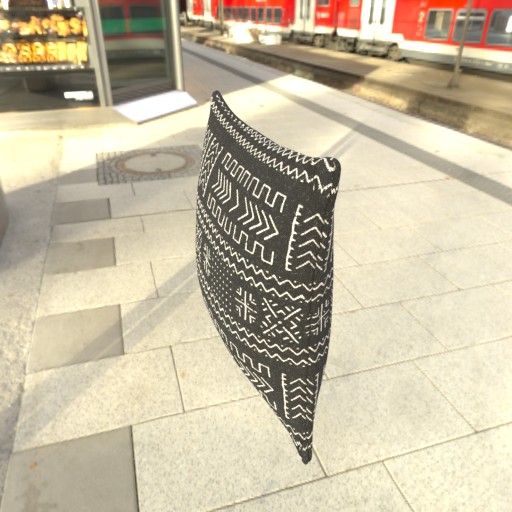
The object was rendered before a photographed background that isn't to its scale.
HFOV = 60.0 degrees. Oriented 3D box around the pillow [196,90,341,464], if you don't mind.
[{"bbox_3d":[0.000,0.000,0.682,0.164,0.430,0.438,-10,31,-17],"label":"pillow"}]
